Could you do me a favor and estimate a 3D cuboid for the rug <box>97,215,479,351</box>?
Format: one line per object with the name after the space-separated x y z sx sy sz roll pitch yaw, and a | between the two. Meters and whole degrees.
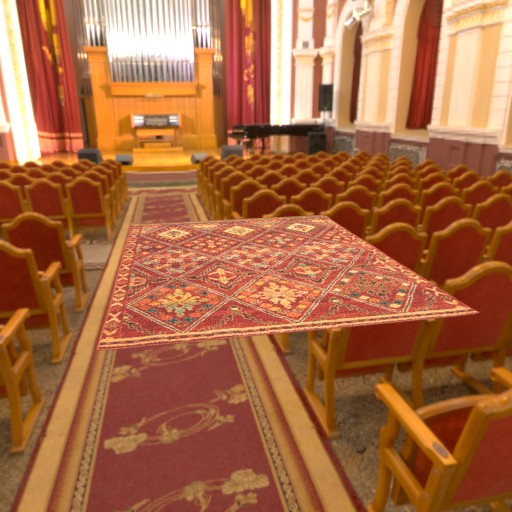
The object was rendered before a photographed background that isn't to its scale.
0.000 0.000 4.210 2.489 0.030 3.086 -4 18 -11 | rug
